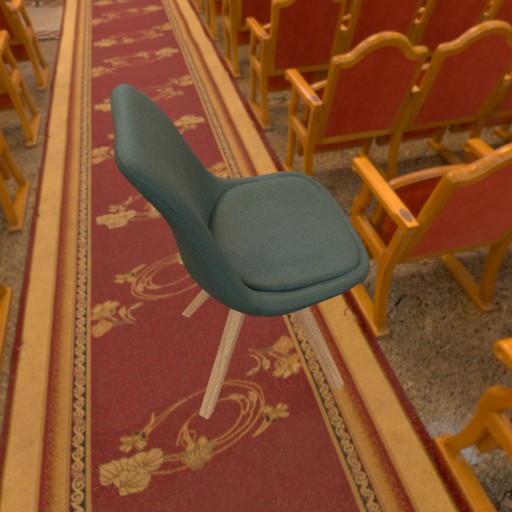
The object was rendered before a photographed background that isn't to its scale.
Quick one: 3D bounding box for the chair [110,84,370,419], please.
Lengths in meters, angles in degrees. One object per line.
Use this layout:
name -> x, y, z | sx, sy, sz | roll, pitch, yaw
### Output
chair -> 0.000, 0.000, 1.161 | 0.547, 0.865, 0.483 | -10, 47, -10
